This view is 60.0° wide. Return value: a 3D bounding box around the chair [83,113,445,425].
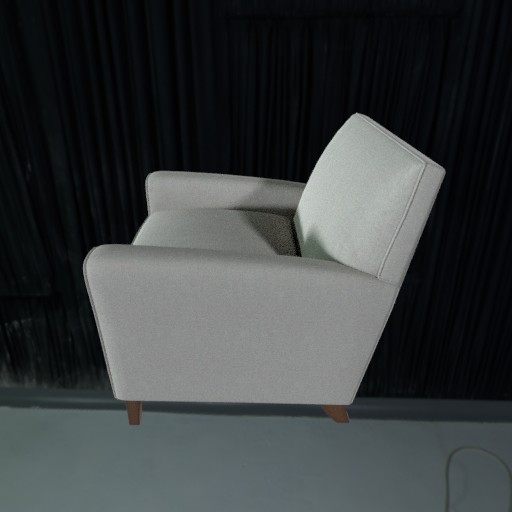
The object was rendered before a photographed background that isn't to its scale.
[{"bbox_3d":[0.000,0.000,1.536,0.871,0.846,0.840,0,26,0],"label":"chair"}]
